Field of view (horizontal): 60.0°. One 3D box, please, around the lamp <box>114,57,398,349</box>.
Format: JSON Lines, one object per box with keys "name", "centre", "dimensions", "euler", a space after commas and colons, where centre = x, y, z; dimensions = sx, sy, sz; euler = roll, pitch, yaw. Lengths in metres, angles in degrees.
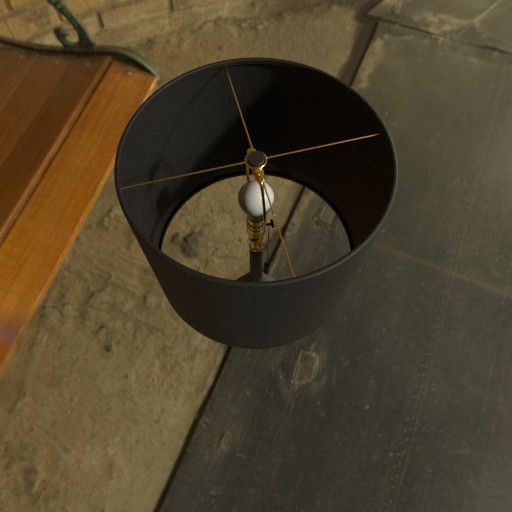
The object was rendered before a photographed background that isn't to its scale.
{"name": "lamp", "centre": [0.000, 0.000, 0.826], "dimensions": [0.359, 0.584, 0.359], "euler": [-13, 65, -6]}
